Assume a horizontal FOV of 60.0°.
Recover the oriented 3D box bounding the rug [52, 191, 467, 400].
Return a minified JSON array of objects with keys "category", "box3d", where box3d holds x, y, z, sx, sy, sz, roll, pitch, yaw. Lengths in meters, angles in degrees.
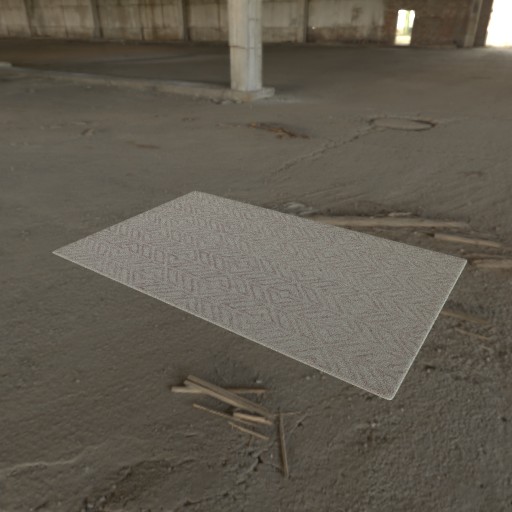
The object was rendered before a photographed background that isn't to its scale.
[{"category":"rug","box3d":[0.000,0.000,3.055,2.438,0.008,1.523,18,33,30]}]
